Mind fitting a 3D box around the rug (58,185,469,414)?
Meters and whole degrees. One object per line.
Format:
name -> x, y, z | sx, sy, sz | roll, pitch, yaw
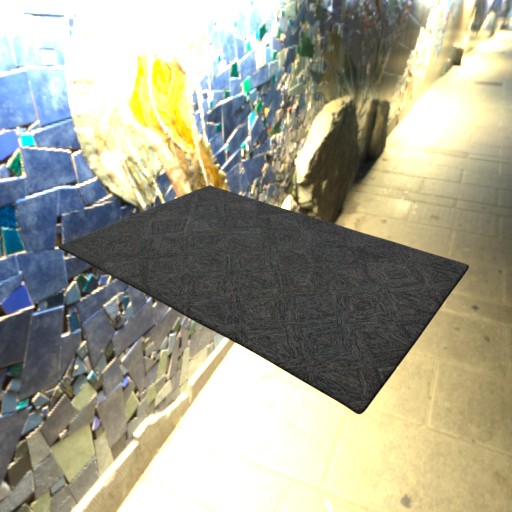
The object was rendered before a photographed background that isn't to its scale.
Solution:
rug -> 0.000, 0.000, 2.233 | 1.752, 0.013, 1.158 | 21, 36, 33
